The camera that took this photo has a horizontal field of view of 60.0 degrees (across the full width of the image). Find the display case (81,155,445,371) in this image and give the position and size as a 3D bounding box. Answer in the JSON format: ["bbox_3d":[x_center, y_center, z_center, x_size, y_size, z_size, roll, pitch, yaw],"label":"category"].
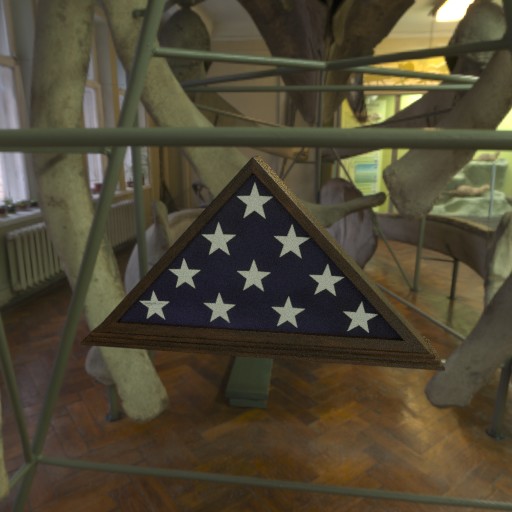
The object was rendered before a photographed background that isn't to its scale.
[{"bbox_3d":[0.000,0.000,0.774,0.640,0.340,0.095,2,15,8],"label":"display case"}]
